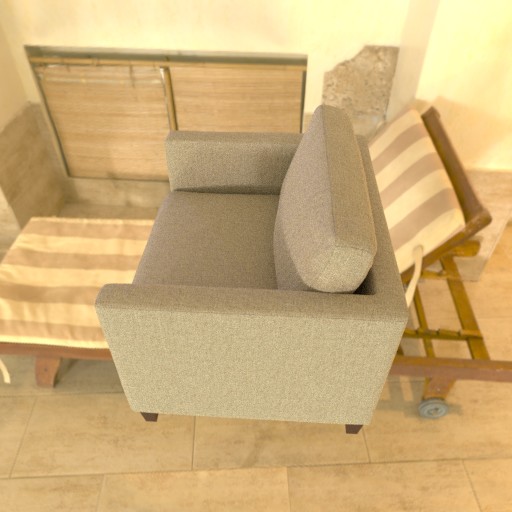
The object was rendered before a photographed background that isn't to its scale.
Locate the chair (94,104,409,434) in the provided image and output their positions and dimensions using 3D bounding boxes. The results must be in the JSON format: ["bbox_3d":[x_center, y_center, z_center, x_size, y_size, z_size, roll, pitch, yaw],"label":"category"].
[{"bbox_3d":[0.000,0.000,1.840,0.959,0.961,1.107,2,43,3],"label":"chair"}]
